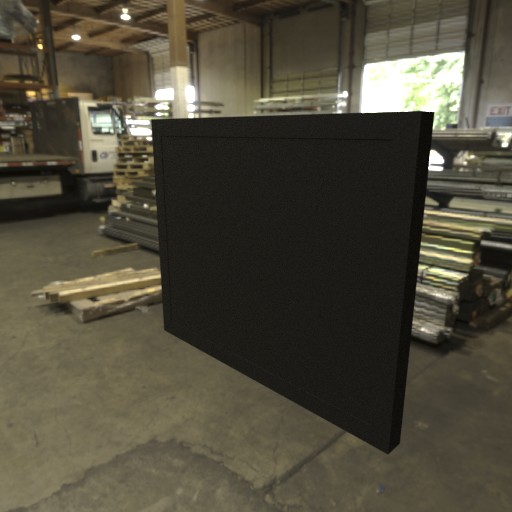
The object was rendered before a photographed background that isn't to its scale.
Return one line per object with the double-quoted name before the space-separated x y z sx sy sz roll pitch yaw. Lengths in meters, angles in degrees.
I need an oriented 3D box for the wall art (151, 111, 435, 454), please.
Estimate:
"wall art" 0.000 0.000 0.547 0.024 0.329 0.404 -15 22 -42
